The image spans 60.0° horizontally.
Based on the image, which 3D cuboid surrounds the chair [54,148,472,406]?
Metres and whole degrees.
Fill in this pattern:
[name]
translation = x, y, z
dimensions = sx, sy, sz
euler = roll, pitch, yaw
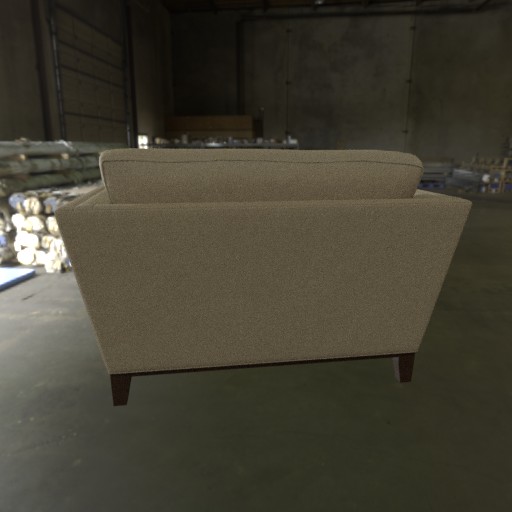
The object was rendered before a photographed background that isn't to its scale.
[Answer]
[chair]
translation = 0.000, 0.000, 1.979
dimensions = 1.397, 0.940, 0.965
euler = -2, 14, -8
